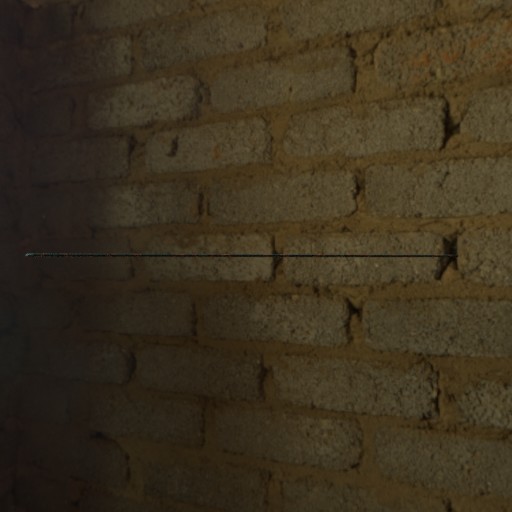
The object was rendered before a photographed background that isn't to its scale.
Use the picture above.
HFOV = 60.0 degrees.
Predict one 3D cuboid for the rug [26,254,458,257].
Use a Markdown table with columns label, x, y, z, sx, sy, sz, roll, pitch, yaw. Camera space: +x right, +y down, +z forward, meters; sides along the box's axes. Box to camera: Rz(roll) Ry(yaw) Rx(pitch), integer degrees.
| label | x | y | z | sx | sy | sz | roll | pitch | yaw |
| --- | --- | --- | --- | --- | --- | --- | --- | --- | --- |
| rug | 0.000 | 0.000 | 2.558 | 2.286 | 0.013 | 0.686 | 0 | 0 | -18 |
